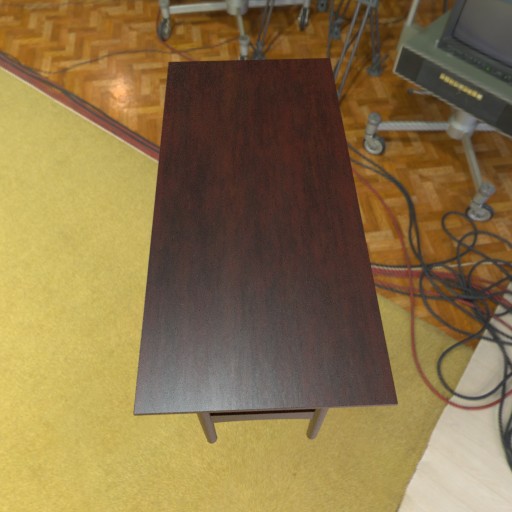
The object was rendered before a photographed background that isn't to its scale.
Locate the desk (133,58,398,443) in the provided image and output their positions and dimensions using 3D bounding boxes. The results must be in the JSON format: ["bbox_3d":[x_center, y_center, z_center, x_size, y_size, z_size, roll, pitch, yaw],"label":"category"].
[{"bbox_3d":[0.000,0.000,1.674,0.612,0.758,1.277,-2,59,-1],"label":"desk"}]
